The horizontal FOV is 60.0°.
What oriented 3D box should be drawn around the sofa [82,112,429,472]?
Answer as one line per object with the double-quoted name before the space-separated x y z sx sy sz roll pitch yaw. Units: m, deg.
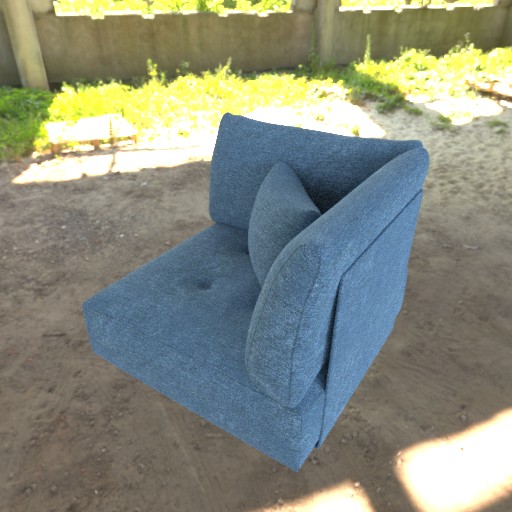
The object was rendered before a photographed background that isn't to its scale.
"sofa" 0.000 0.000 1.723 1.000 0.820 1.000 18 35 29
